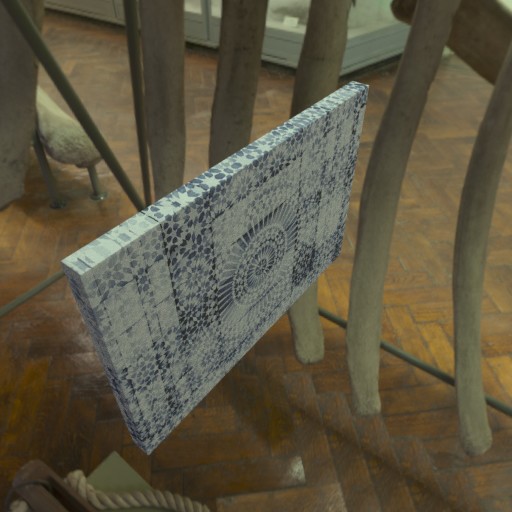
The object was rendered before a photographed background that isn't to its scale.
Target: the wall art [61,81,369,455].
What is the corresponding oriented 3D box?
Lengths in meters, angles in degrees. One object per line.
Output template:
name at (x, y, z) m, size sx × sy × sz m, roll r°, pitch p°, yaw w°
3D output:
wall art at (0.000, 0.000, 1.131) m, size 0.057 × 0.608 × 0.911 m, roll 28°, pitch 49°, yaw 27°
